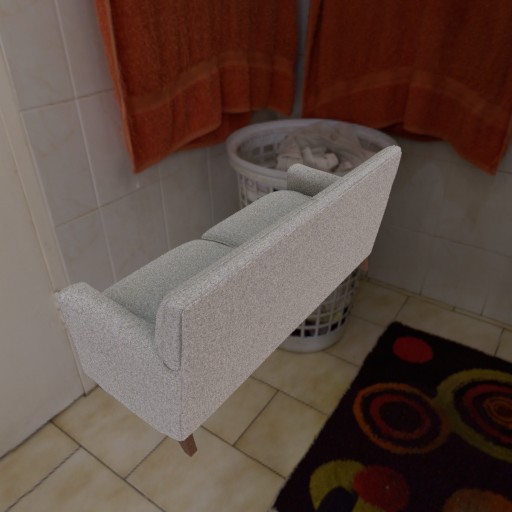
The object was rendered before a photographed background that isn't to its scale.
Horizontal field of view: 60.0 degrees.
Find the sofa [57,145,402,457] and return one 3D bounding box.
[{"bbox_3d":[0.000,0.000,2.560,0.854,0.942,2.026,22,38,30],"label":"sofa"}]
